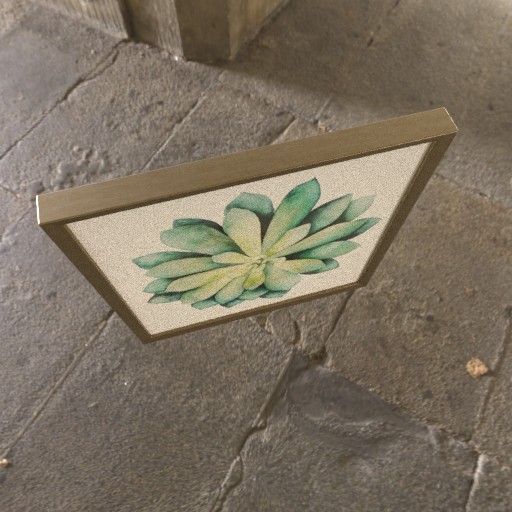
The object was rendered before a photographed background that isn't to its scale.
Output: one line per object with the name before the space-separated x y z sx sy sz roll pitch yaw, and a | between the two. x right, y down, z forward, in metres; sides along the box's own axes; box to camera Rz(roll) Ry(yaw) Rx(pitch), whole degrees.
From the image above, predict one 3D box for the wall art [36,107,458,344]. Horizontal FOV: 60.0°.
wall art | 0.000 0.000 0.748 0.503 0.506 0.040 -14 65 -7
